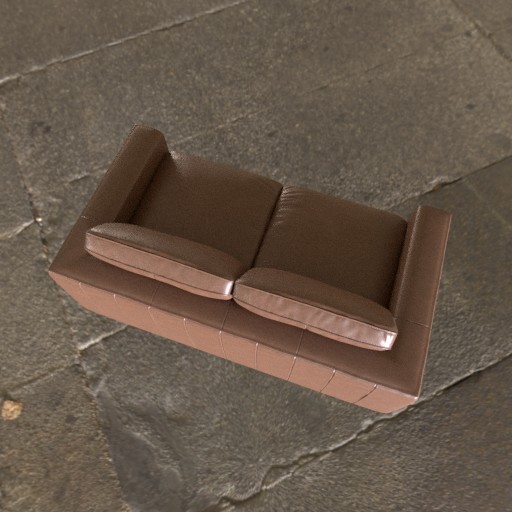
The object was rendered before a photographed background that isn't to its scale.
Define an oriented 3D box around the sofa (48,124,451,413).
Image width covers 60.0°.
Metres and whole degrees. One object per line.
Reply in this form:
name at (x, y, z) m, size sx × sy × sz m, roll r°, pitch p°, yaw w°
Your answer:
sofa at (0.000, 0.000, 2.479) m, size 1.920 × 0.800 × 1.070 m, roll 18°, pitch 66°, yaw 8°
